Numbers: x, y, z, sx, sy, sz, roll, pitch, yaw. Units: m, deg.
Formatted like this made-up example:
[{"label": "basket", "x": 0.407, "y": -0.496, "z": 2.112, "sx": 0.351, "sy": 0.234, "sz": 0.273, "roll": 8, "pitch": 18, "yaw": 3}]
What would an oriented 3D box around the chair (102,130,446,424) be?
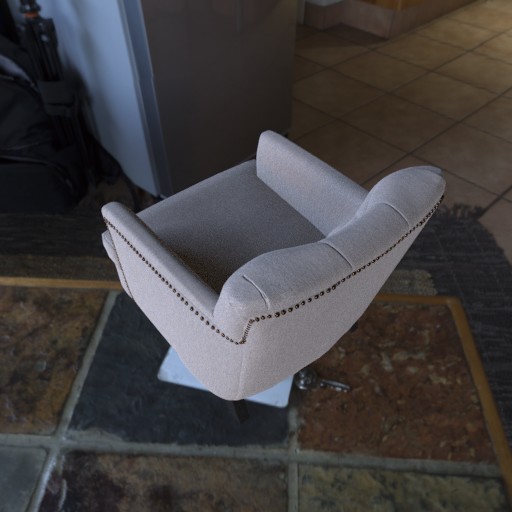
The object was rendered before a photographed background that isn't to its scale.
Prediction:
[{"label": "chair", "x": 0.000, "y": 0.000, "z": 1.517, "sx": 0.737, "sy": 0.823, "sz": 0.902, "roll": -32, "pitch": 54, "yaw": -26}]
